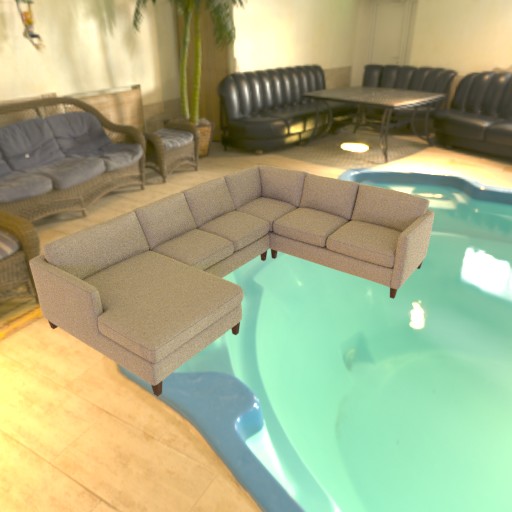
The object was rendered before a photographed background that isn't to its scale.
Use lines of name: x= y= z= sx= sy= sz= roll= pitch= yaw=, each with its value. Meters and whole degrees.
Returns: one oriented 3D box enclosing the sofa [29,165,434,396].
sofa: x=0.000 y=0.000 z=4.615 sx=2.593 sy=0.959 sz=3.460 roll=19 pitch=33 yaw=32
